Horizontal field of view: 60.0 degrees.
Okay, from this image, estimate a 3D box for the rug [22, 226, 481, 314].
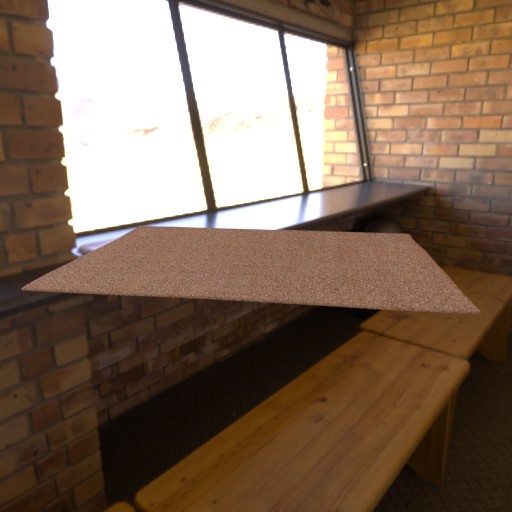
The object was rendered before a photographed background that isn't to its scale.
[{"bbox_3d":[0.000,0.000,2.753,2.141,0.013,1.566,2,16,7],"label":"rug"}]
